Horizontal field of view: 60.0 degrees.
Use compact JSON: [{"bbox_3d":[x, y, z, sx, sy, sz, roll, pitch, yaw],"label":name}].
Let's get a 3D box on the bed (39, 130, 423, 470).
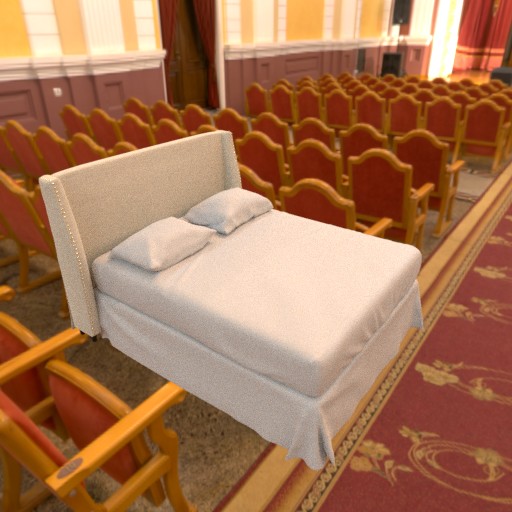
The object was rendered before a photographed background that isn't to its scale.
[{"bbox_3d":[0.000,0.000,3.361,2.276,1.332,1.925,19,33,32],"label":"bed"}]
